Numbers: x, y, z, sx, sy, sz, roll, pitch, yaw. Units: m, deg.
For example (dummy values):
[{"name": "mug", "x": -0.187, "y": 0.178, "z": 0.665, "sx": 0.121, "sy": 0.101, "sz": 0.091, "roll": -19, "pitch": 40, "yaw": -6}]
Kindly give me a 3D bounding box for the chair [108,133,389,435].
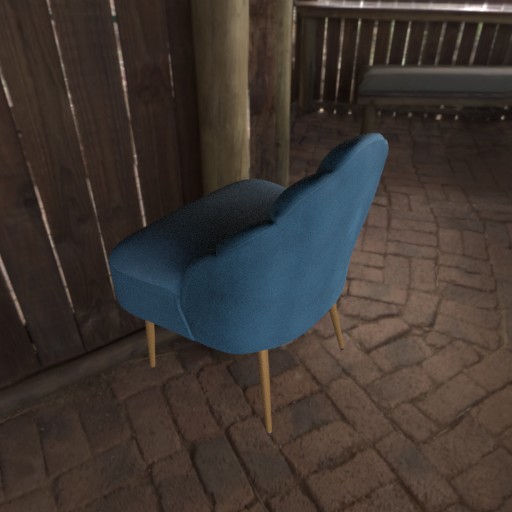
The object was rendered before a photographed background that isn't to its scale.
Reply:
[{"name": "chair", "x": 0.000, "y": 0.000, "z": 1.274, "sx": 0.599, "sy": 0.819, "sz": 0.657, "roll": 24, "pitch": 40, "yaw": 31}]
